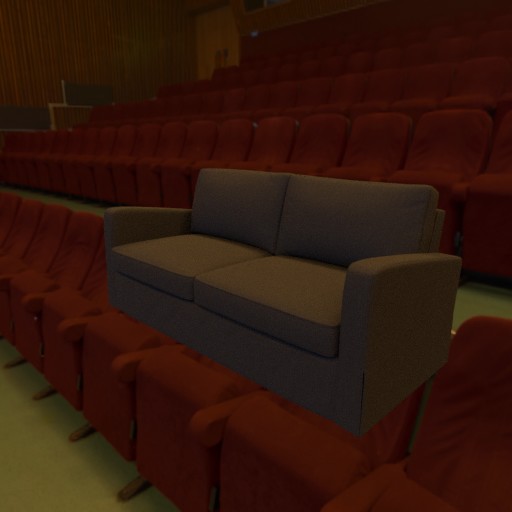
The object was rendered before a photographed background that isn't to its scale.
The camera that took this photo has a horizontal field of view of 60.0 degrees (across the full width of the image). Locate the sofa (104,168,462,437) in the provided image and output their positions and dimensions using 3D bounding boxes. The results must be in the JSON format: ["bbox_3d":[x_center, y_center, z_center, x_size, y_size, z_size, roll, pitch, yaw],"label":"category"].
[{"bbox_3d":[0.000,0.000,2.377,1.852,0.839,0.898,14,21,43],"label":"sofa"}]
